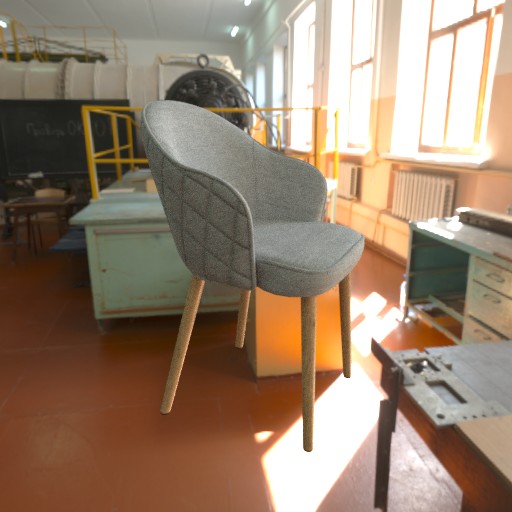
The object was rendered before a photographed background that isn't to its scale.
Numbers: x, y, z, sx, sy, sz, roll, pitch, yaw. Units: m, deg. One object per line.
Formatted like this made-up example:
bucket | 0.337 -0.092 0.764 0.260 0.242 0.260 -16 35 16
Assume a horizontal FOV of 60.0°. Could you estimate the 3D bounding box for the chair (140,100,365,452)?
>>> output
chair | 0.000 0.000 1.186 0.530 0.800 0.540 7 17 25
